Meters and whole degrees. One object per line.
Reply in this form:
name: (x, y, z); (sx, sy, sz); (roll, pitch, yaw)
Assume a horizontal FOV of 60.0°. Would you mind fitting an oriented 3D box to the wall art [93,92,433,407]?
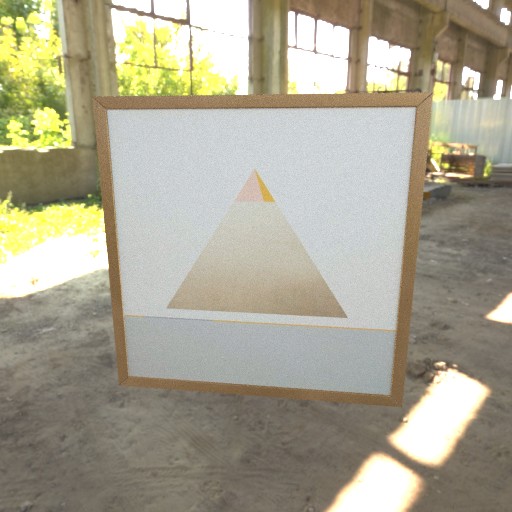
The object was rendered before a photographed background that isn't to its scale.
wall art: (0.000, 0.000, 0.747); (0.513, 0.511, 0.038); (2, 15, 7)
